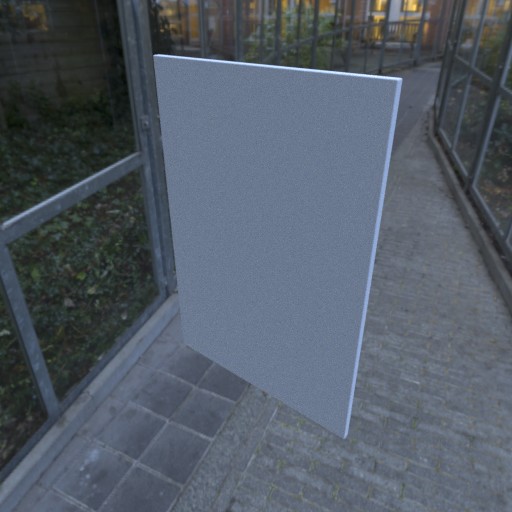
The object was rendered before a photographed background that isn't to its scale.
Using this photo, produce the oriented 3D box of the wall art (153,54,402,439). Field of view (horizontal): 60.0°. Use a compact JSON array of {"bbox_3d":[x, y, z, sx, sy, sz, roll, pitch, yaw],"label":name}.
[{"bbox_3d":[0.000,0.000,0.604,0.329,0.482,0.011,22,36,33],"label":"wall art"}]
